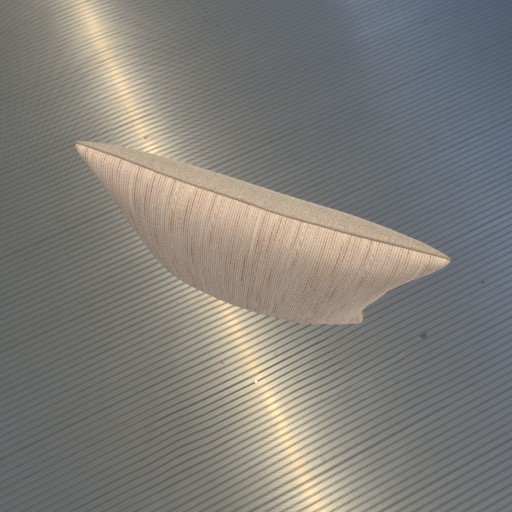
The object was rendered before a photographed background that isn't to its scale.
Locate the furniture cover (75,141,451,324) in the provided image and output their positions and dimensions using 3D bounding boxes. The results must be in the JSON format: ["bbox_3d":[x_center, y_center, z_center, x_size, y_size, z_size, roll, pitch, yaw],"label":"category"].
[{"bbox_3d":[0.000,0.000,0.800,0.512,0.506,0.178,18,75,5],"label":"furniture cover"}]
